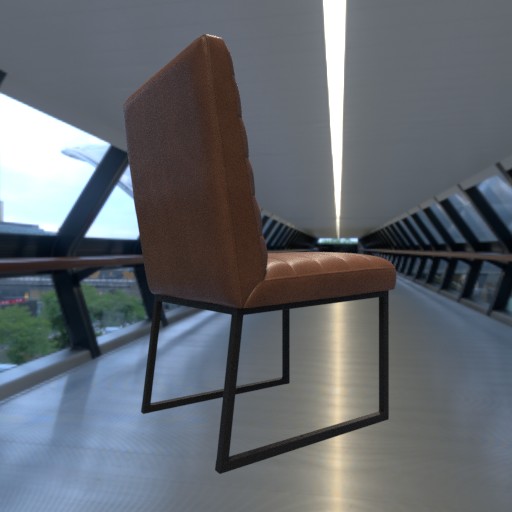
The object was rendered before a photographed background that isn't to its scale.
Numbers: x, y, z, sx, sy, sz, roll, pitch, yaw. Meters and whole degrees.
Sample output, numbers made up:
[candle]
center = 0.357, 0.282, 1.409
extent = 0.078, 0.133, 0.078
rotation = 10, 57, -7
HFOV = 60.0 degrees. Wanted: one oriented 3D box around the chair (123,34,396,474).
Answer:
[chair]
center = 0.000, 0.000, 1.279
extent = 0.634, 0.930, 0.520
rotation = 0, 0, -35
